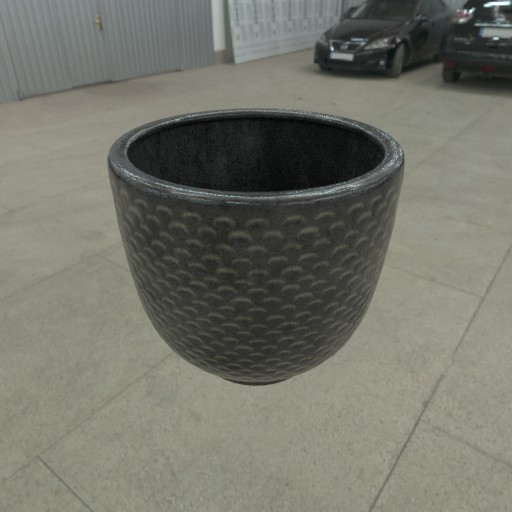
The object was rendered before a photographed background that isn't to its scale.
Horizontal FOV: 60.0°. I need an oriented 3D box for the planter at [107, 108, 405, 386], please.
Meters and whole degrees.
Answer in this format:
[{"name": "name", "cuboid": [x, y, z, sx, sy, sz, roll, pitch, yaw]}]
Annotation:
[{"name": "planter", "cuboid": [0.000, 0.000, 0.304, 0.172, 0.160, 0.172, 0, 31, 0]}]
